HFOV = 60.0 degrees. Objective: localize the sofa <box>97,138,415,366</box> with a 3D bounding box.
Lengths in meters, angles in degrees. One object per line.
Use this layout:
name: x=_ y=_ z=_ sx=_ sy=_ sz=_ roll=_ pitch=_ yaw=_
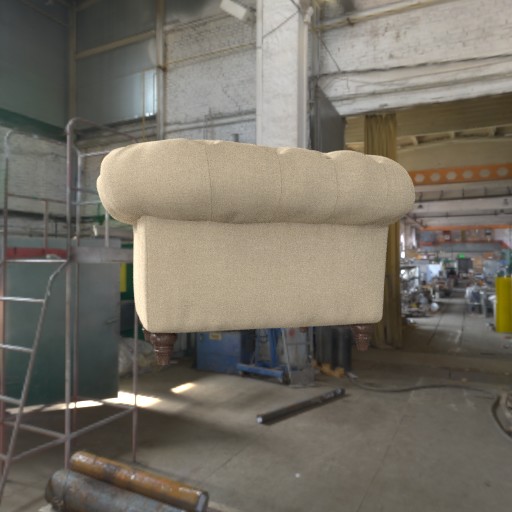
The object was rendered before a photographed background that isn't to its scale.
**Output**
sofa: x=0.000 y=0.000 z=2.068 sx=1.405 sy=0.878 sz=1.034 roll=0 pitch=-1 yaw=-19
